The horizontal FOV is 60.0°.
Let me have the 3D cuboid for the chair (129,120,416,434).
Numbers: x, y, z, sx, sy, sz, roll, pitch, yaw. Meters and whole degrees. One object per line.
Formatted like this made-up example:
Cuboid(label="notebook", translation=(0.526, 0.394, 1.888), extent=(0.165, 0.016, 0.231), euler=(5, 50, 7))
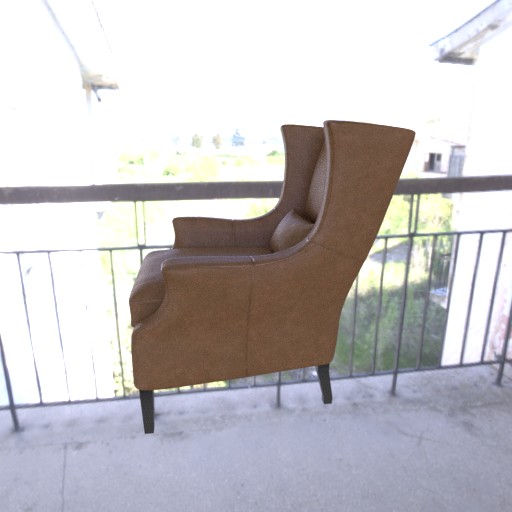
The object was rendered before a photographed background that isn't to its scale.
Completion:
Cuboid(label="chair", translation=(0.000, 0.000, 1.758), extent=(0.925, 1.016, 0.852), euler=(-2, 15, -8))
